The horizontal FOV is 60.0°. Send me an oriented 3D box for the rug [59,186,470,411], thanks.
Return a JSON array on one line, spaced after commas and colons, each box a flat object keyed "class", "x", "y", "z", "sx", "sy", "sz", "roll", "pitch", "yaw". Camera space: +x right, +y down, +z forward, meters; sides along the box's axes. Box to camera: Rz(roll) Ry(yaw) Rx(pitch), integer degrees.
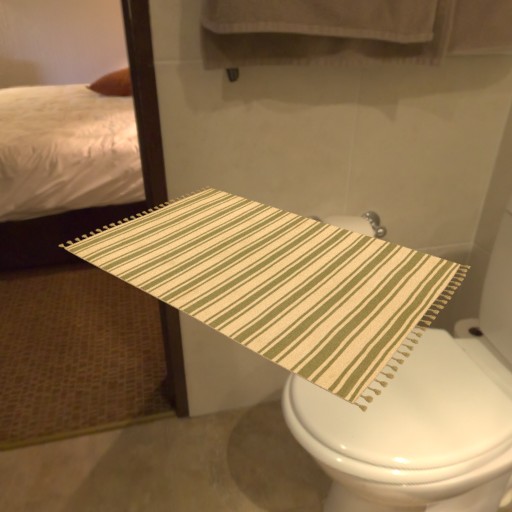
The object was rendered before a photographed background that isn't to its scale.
[{"class": "rug", "x": 0.000, "y": 0.000, "z": 3.060, "sx": 2.435, "sy": 0.018, "sz": 1.540, "roll": 21, "pitch": 36, "yaw": 33}]
